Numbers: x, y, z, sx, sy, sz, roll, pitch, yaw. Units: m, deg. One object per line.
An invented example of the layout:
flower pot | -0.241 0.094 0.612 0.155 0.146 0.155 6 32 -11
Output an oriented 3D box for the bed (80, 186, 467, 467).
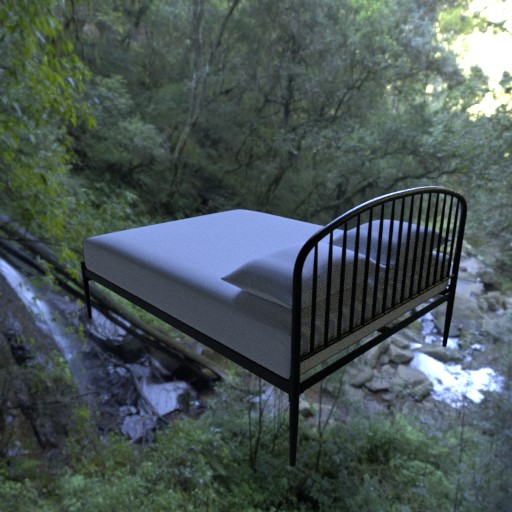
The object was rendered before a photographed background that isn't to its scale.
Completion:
bed | 0.000 0.000 3.092 1.618 1.166 2.159 -16 24 -41
